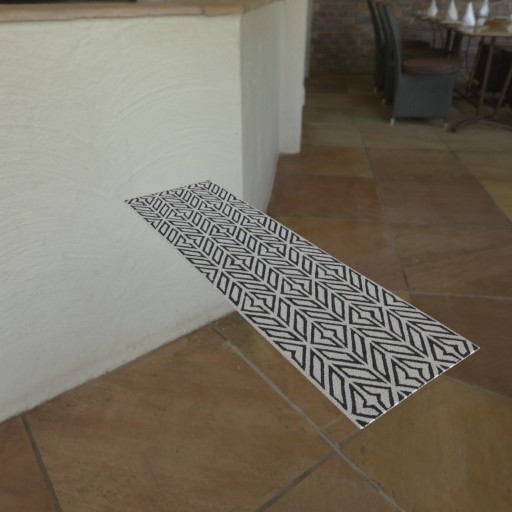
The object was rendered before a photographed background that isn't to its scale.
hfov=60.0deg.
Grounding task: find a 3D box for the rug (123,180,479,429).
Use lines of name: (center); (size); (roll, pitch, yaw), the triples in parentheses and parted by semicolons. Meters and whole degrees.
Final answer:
rug: (0.000, 0.000, 2.652); (0.750, 0.009, 2.435); (-20, 36, -29)
